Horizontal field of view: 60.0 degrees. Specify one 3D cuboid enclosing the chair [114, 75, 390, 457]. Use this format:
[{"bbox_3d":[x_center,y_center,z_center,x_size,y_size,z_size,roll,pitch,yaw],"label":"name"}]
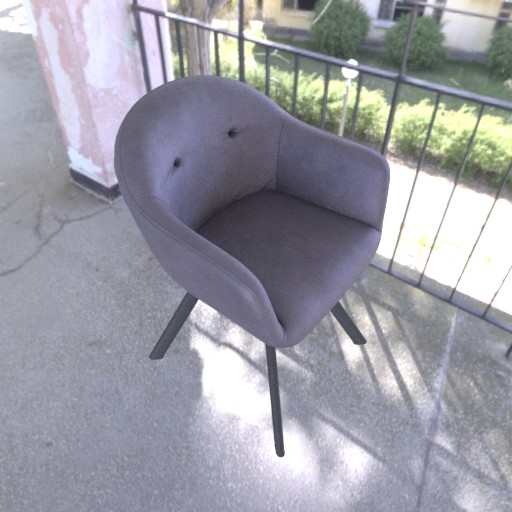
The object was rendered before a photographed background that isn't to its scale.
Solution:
[{"bbox_3d":[0.000,0.000,1.158,0.544,0.781,0.567,28,49,27],"label":"chair"}]
